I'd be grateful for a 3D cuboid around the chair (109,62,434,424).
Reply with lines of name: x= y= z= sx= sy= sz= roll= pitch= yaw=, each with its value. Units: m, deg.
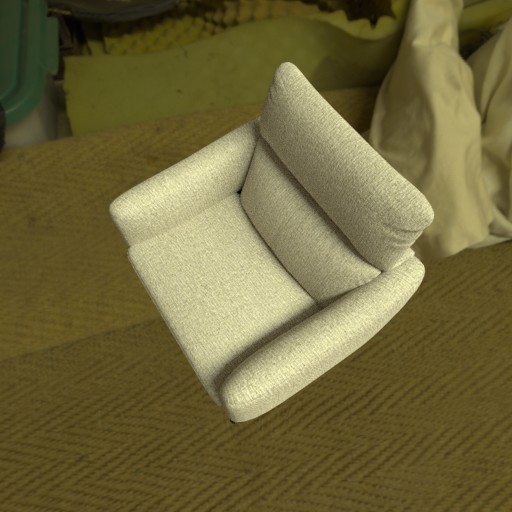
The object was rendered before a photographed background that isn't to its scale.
chair: x=0.000 y=0.000 z=1.709 sx=0.835 sy=0.967 sz=0.972 roll=-31 pitch=67 yaw=-14
